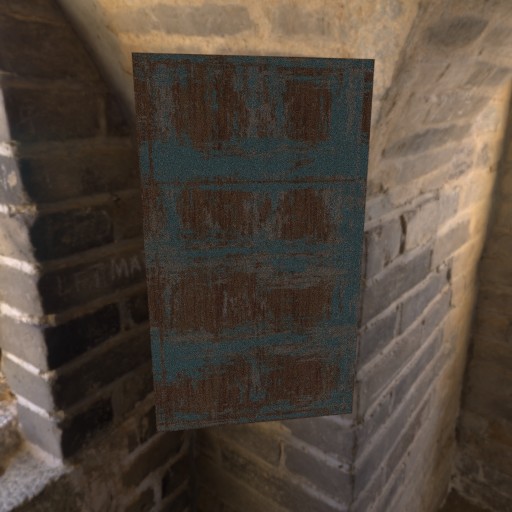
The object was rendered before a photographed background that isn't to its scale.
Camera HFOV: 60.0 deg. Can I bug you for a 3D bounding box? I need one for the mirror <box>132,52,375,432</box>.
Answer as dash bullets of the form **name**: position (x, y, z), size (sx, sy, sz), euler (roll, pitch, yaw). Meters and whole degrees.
- **mirror**: position (0.000, 0.000, 1.470), size (0.707, 1.213, 0.083), euler (-2, 15, -9)
